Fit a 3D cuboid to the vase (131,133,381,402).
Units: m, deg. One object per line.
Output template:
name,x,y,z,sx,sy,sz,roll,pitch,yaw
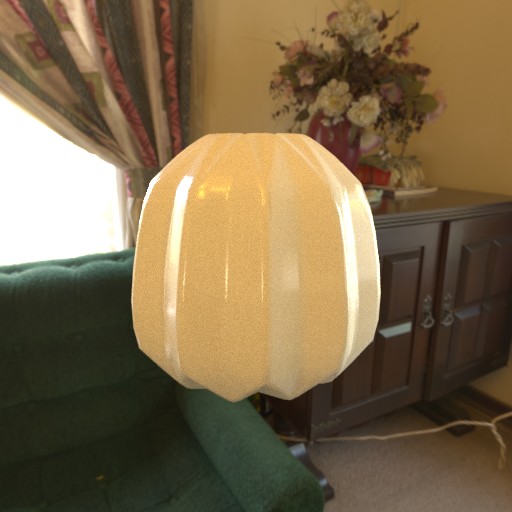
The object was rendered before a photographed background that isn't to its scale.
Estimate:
vase,0.000,0.000,0.252,0.139,0.134,0.139,0,14,0
